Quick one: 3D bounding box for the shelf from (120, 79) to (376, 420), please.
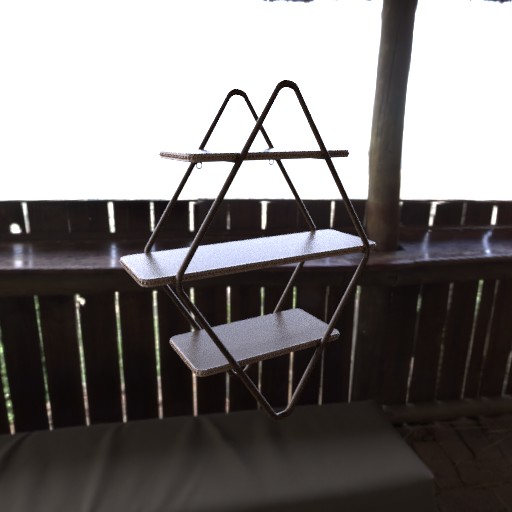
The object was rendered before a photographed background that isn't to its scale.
[{"bbox_3d":[0.000,0.000,1.065,0.609,0.774,0.234,-9,18,-28],"label":"shelf"}]
